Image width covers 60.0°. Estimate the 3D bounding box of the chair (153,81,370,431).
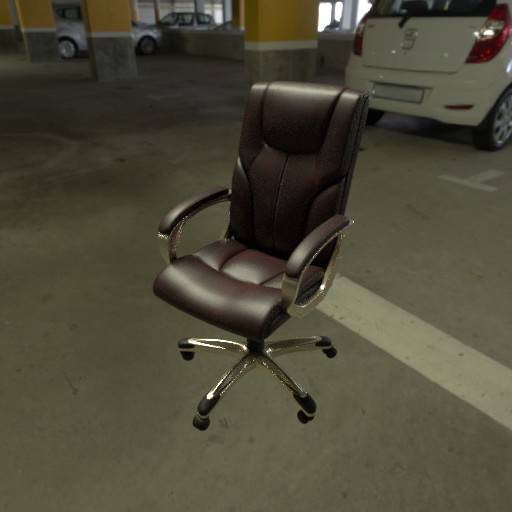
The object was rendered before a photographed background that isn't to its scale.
[{"bbox_3d":[0.000,0.000,1.597,0.662,1.107,0.739,18,33,30],"label":"chair"}]
